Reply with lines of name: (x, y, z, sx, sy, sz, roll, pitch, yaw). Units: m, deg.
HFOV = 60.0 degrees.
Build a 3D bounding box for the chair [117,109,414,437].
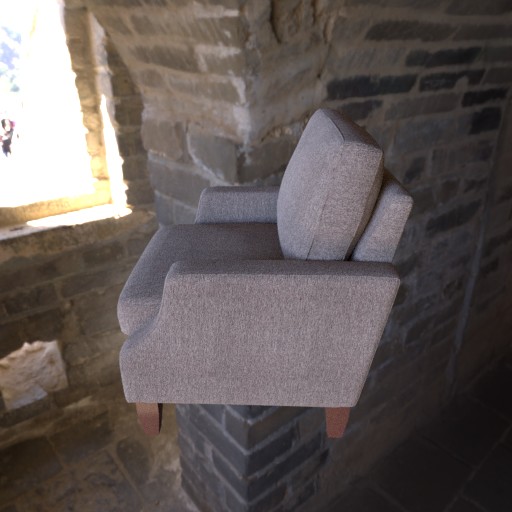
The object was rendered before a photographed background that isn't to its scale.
chair: (0.000, 0.000, 1.657, 0.897, 0.993, 0.855, 0, 26, 1)
